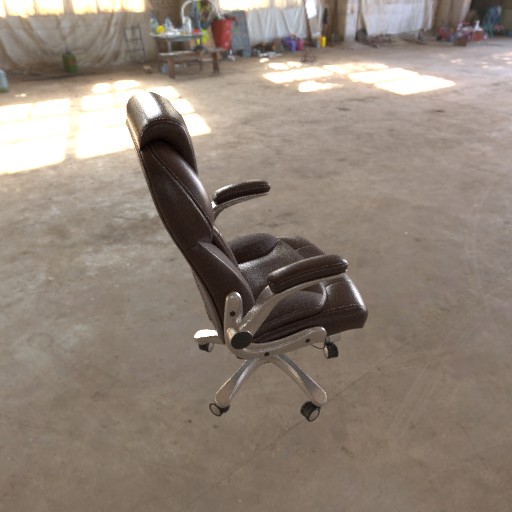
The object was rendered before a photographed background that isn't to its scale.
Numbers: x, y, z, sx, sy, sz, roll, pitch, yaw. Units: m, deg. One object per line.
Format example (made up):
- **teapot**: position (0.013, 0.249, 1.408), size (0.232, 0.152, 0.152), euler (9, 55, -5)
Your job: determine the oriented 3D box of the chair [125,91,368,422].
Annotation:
- **chair**: position (0.000, 0.000, 1.645), size (0.774, 1.160, 0.733), euler (-10, 32, -16)
